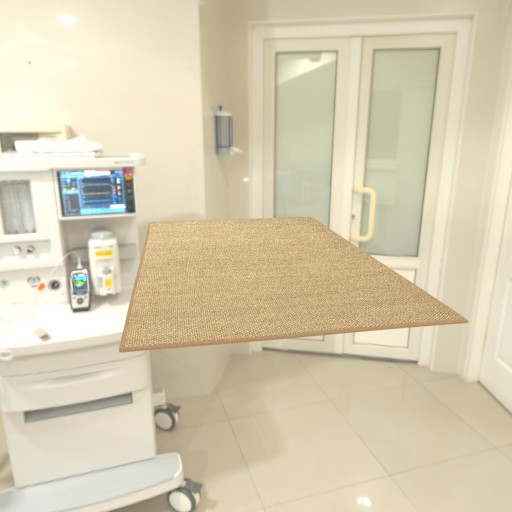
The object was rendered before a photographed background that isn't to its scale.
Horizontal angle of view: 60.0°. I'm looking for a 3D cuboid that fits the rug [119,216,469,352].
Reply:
[{"bbox_3d":[0.000,0.000,2.076,1.061,0.012,1.668,-3,17,-10],"label":"rug"}]
